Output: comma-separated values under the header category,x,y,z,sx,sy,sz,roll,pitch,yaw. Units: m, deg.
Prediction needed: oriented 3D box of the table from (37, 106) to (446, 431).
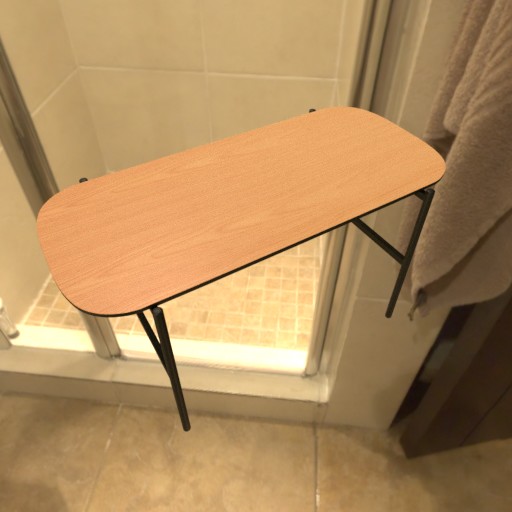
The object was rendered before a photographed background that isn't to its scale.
category,x,y,z,sx,sy,sz,roll,pitch,yaw
table,0.000,0.000,1.009,0.800,0.400,0.400,-23,49,-22
